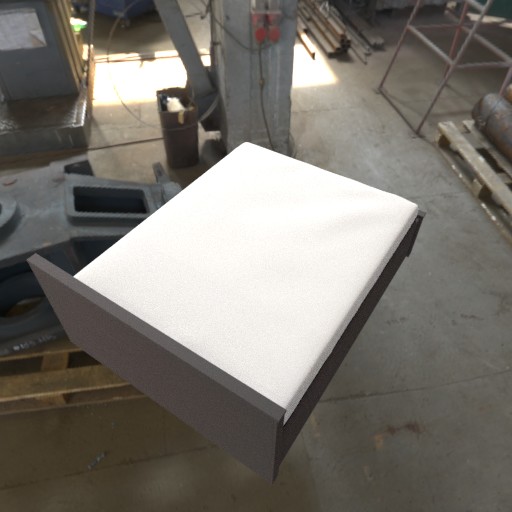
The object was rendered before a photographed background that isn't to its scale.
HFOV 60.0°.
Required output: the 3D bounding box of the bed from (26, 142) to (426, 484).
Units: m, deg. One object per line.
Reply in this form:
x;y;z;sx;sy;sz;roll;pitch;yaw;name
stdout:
0.000;0.000;3.020;1.634;0.808;2.103;26;51;23;bed
